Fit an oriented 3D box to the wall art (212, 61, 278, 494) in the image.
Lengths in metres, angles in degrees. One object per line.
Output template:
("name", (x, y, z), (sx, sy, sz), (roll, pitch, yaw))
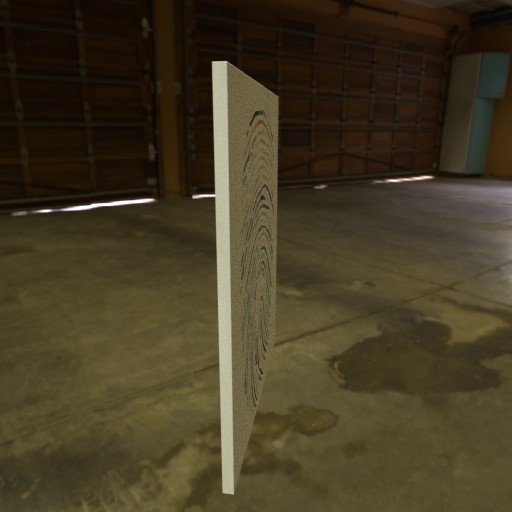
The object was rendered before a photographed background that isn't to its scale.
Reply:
("wall art", (0.000, 0.000, 0.982), (0.021, 0.710, 0.609), (2, 16, 9))
